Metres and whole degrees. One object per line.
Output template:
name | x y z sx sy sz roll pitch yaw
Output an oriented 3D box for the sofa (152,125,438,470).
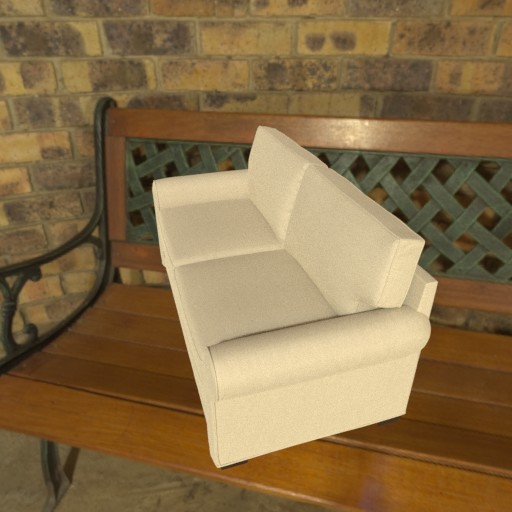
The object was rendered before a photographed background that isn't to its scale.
sofa | 0.000 0.000 2.265 0.861 0.933 1.774 -9 32 -15
